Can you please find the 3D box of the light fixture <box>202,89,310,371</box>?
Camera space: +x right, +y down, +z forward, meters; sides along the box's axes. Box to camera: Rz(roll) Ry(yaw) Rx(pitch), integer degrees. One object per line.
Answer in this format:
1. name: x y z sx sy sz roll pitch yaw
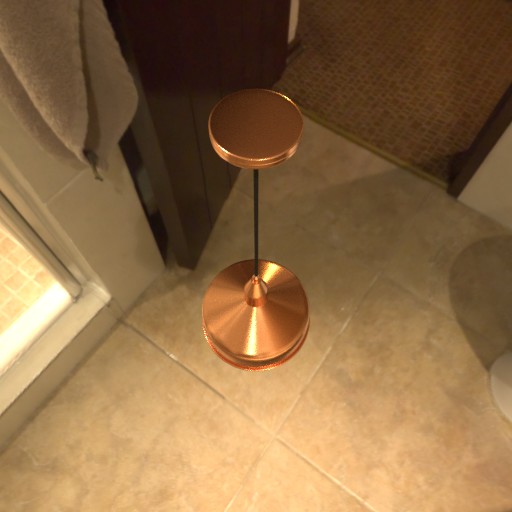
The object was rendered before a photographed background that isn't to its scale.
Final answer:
1. light fixture: 0.000 0.000 0.908 0.301 0.754 0.301 -1 63 0
